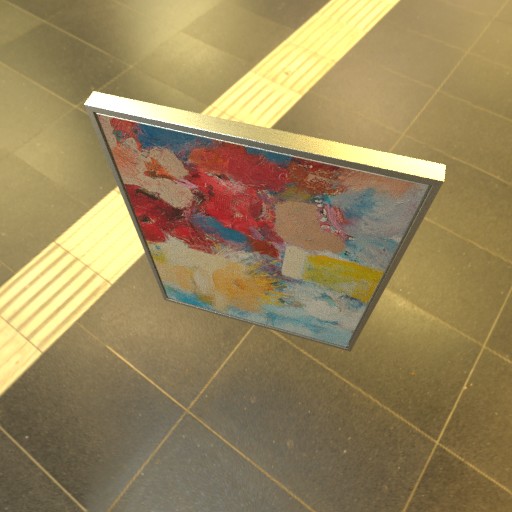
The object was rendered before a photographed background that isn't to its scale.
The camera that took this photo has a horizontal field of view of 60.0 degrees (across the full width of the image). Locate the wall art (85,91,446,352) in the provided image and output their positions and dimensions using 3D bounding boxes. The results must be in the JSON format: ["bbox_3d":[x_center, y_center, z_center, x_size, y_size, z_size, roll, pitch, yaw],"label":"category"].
[{"bbox_3d":[0.000,0.000,0.775,0.444,0.569,0.025,14,60,8],"label":"wall art"}]
